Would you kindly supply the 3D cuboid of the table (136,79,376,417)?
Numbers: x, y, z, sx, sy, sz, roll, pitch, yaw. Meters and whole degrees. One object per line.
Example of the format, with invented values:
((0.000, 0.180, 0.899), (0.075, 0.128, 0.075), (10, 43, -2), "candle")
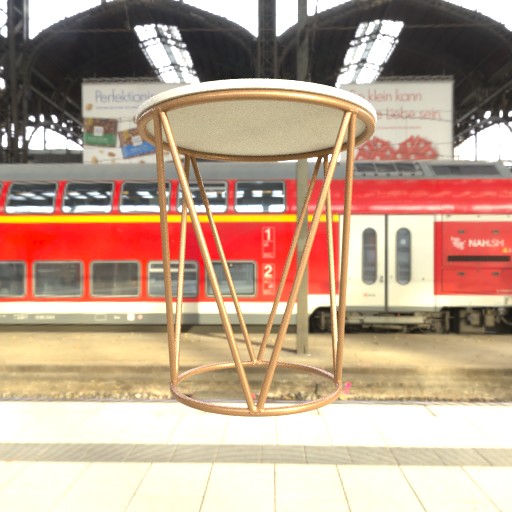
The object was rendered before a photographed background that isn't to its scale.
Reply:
((0.000, 0.000, 0.954), (0.500, 0.564, 0.500), (0, 0, 0), "table")
